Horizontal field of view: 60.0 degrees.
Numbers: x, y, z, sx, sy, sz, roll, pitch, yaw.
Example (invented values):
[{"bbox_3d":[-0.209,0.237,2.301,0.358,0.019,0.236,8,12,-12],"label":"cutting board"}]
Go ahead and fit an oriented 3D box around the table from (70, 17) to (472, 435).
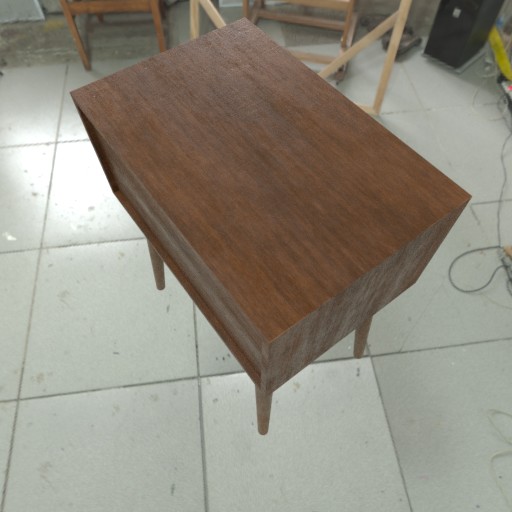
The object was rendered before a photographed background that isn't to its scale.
[{"bbox_3d":[0.000,0.000,0.816,0.307,0.580,0.454,-33,64,-18],"label":"table"}]
